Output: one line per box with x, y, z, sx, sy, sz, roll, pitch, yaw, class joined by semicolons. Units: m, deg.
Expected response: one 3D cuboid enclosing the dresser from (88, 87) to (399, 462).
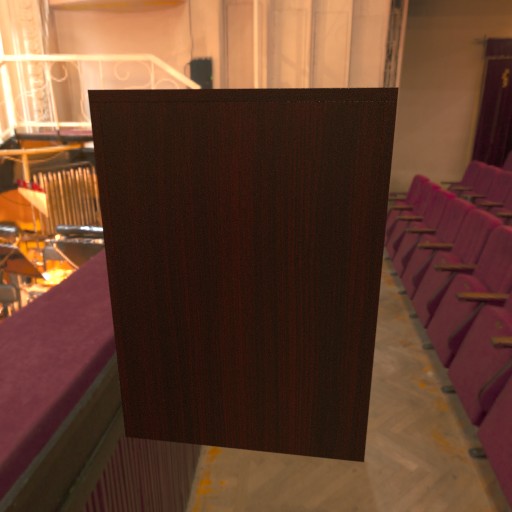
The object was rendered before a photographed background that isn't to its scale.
0.000;0.000;0.816;0.400;0.560;0.360;3;18;8;dresser
